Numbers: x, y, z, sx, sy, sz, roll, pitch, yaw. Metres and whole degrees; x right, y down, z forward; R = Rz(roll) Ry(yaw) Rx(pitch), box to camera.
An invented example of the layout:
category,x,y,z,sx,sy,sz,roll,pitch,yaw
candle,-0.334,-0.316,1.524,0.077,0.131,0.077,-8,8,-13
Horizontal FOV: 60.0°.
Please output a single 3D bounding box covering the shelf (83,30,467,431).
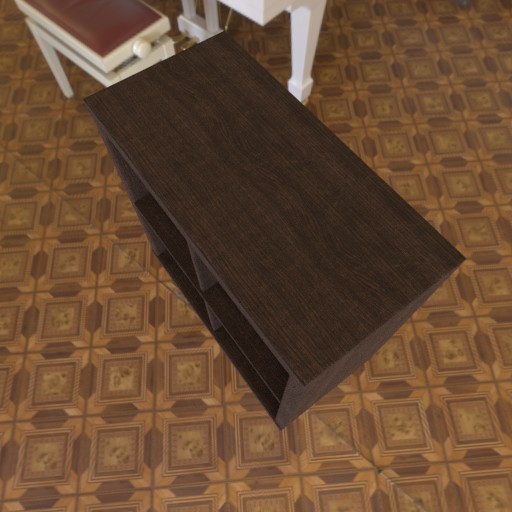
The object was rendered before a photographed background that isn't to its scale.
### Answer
category,x,y,z,sx,sy,sz,roll,pitch,yaw
shelf,0.000,0.000,1.265,0.390,0.786,0.790,-34,68,-15
